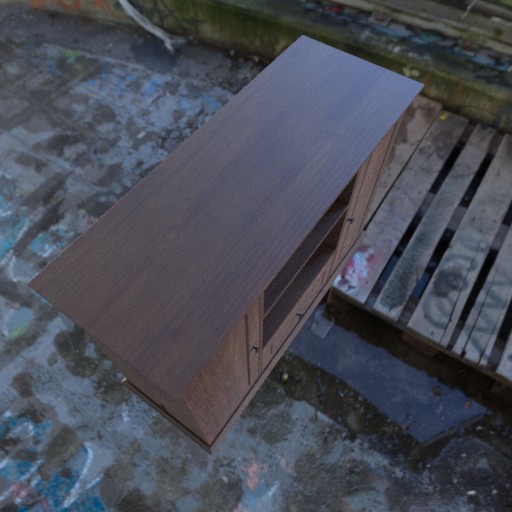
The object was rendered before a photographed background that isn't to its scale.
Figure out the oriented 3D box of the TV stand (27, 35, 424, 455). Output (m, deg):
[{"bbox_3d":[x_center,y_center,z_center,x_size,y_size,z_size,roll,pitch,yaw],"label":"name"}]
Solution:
[{"bbox_3d":[0.000,0.000,1.429,0.406,0.813,1.067,31,63,18],"label":"TV stand"}]
